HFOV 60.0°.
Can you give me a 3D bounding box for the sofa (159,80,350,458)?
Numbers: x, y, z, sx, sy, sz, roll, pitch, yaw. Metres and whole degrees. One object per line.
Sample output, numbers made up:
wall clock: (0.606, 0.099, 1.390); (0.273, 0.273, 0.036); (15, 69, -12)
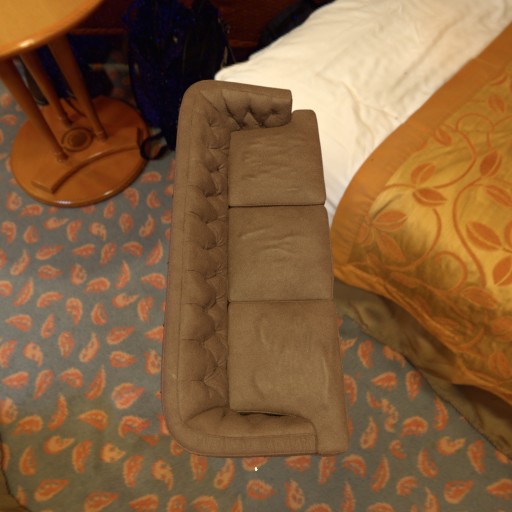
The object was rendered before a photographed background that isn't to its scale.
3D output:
sofa: (0.000, 0.000, 2.681); (0.927, 0.787, 2.227); (-1, 64, -1)
